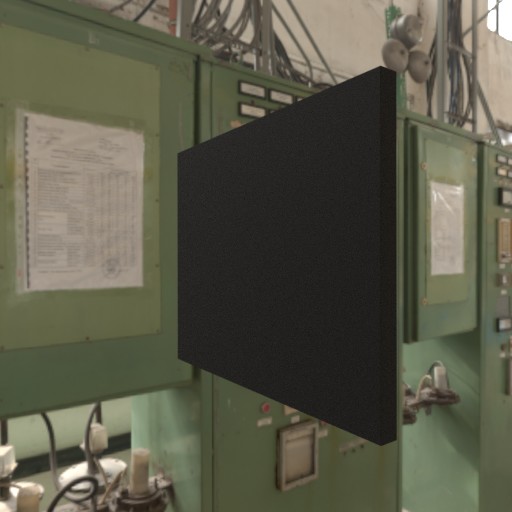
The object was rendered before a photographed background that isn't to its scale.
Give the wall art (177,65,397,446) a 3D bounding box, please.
[{"bbox_3d":[0.000,0.000,0.768,0.031,0.457,0.558,0,0,-36],"label":"wall art"}]
